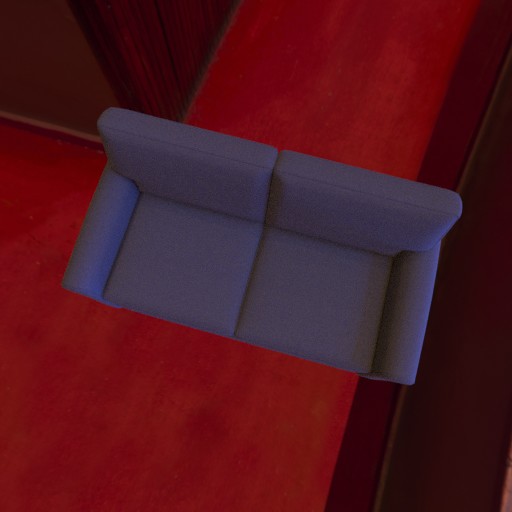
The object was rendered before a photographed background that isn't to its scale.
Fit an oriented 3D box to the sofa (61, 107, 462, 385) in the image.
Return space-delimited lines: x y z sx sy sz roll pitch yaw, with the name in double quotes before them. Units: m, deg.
"sofa" 0.000 0.000 2.512 1.930 1.020 0.940 15 76 4
